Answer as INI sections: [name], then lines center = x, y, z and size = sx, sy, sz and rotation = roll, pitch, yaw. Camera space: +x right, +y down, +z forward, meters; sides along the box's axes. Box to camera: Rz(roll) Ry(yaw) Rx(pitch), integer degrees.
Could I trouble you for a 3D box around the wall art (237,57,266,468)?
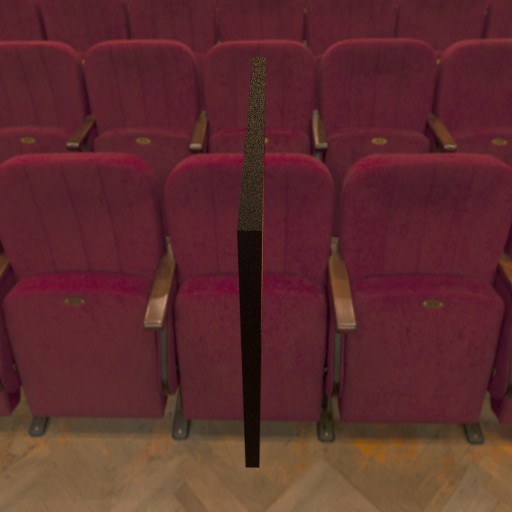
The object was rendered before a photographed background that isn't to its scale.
[wall art]
center = 0.000, 0.000, 1.152
size = 0.036, 0.755, 0.756
rotation = 1, 41, 1
